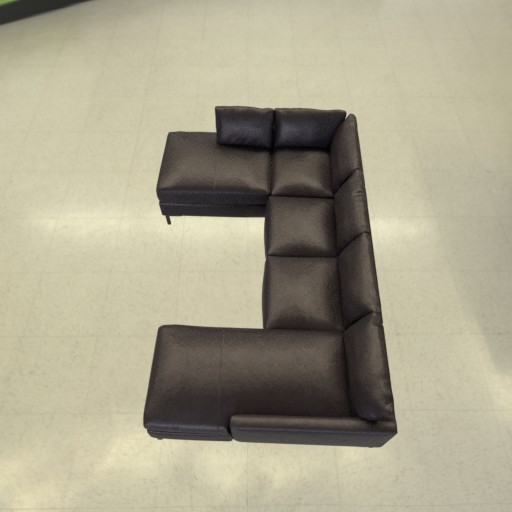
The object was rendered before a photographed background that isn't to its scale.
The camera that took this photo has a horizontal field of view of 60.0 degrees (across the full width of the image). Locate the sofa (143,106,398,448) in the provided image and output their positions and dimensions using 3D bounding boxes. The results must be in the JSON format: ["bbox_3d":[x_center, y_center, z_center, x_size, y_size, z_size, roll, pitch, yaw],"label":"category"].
[{"bbox_3d":[0.000,0.000,3.828,1.939,0.900,2.956,2,57,1],"label":"sofa"}]
